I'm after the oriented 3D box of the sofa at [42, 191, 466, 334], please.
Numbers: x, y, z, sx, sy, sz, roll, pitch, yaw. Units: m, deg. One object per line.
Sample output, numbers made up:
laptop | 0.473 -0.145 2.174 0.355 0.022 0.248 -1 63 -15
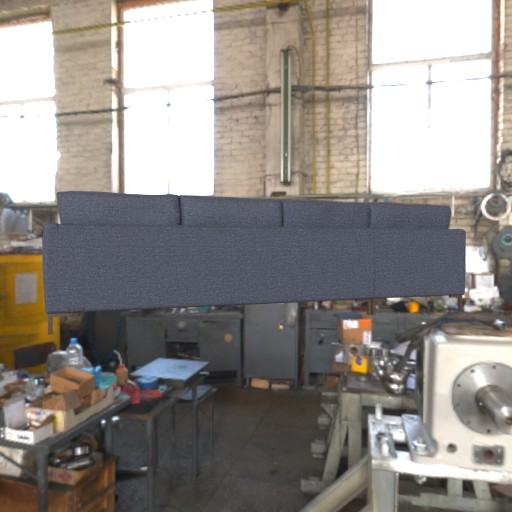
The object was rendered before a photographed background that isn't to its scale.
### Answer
sofa | 0.000 0.000 2.908 2.445 0.673 1.125 0 2 -19
